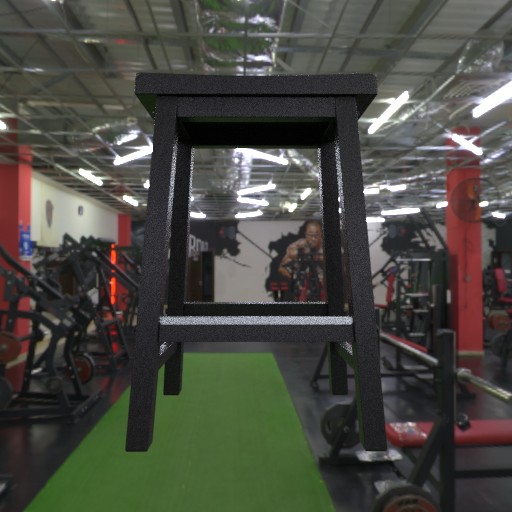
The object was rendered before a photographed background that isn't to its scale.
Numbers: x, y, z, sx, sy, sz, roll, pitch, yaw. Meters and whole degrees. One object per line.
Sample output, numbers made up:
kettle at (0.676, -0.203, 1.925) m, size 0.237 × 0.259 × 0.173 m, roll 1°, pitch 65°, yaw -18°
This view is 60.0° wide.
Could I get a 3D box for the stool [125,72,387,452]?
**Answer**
stool at (0.000, 0.000, 0.849) m, size 0.406 × 0.610 × 0.322 m, roll 0°, pitch -1°, yaw 0°
